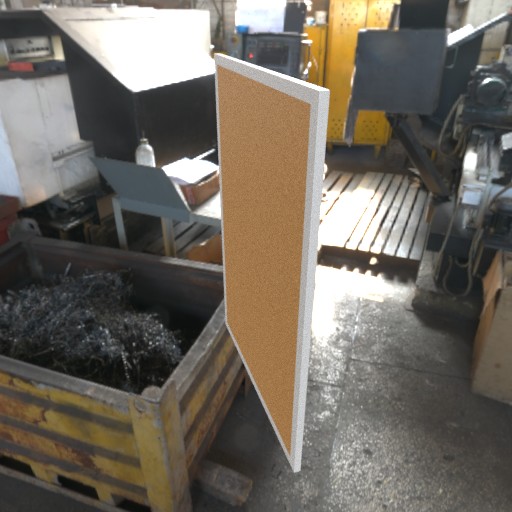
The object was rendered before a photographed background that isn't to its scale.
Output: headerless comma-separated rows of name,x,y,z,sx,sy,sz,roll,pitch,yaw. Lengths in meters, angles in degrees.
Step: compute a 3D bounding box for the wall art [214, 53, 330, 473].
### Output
wall art,0.000,0.000,0.830,0.013,0.656,0.456,-10,31,-17
